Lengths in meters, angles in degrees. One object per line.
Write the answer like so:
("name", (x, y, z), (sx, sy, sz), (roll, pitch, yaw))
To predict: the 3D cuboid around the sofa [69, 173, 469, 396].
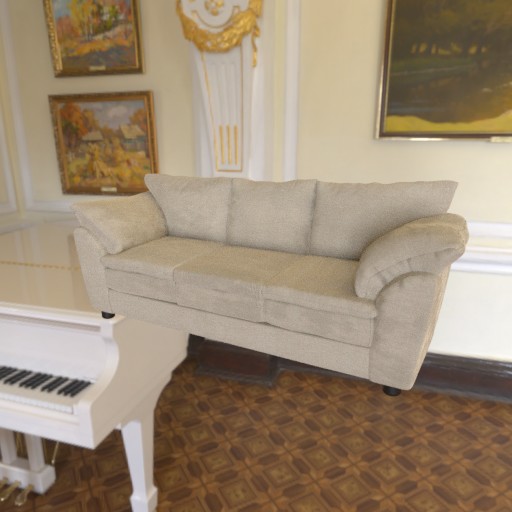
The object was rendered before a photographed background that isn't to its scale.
("sofa", (0.000, 0.000, 2.757), (2.377, 0.981, 0.893), (8, 17, 28))
